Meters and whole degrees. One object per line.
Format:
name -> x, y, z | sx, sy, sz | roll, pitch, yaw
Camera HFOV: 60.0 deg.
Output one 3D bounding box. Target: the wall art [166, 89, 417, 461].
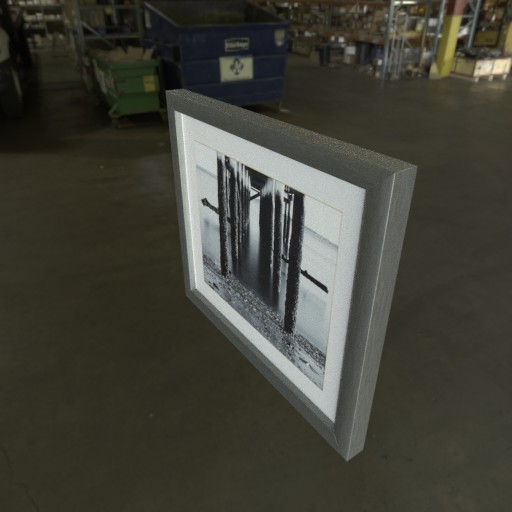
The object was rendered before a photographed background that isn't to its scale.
wall art -> 0.000, 0.000, 0.540 | 0.028, 0.330, 0.380 | -20, 36, -30
